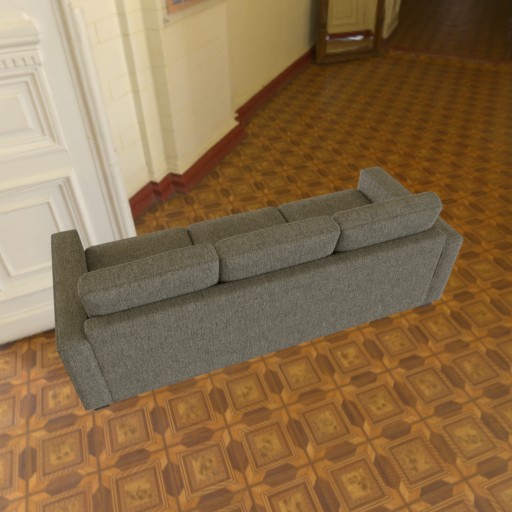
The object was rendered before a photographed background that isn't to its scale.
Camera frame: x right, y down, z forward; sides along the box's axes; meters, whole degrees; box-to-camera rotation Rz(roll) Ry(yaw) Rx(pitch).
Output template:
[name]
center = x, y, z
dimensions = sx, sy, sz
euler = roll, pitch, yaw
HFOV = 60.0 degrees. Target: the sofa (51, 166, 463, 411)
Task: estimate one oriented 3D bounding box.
[sofa]
center = 0.000, 0.000, 2.579
dimensions = 2.160, 0.800, 0.900
euler = -14, 43, -16
